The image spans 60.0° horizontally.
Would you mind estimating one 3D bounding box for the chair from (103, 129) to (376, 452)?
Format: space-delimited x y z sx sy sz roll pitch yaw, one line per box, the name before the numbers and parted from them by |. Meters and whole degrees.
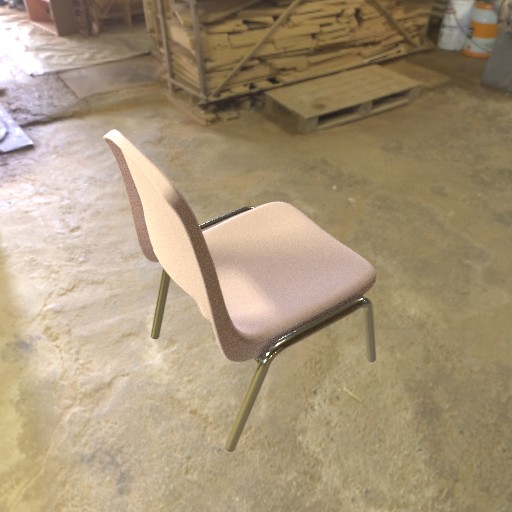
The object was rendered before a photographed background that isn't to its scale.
chair | 0.000 0.000 0.795 0.385 0.537 0.354 -25 47 -26
